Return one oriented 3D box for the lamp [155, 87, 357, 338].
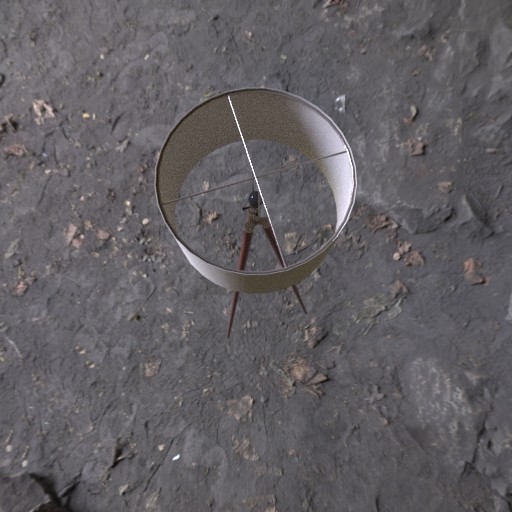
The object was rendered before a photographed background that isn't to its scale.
[{"bbox_3d":[0.000,0.000,1.808,0.483,1.553,0.483,-17,76,-4],"label":"lamp"}]
